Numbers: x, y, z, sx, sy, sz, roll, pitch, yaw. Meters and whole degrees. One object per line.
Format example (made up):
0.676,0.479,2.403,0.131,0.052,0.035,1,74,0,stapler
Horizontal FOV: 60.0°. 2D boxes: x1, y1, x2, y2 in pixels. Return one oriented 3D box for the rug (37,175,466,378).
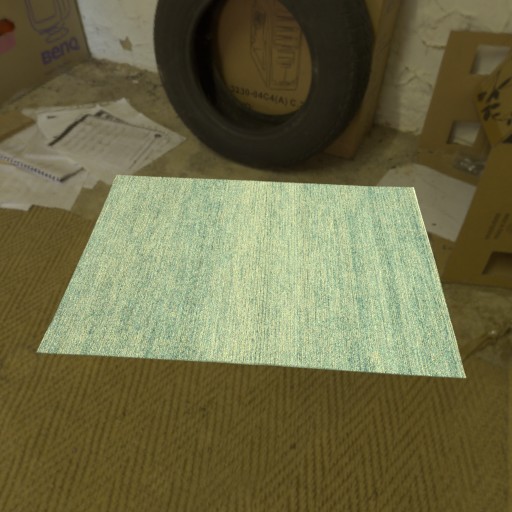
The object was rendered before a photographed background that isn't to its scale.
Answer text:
0.000,0.000,5.099,4.078,0.052,2.802,3,47,3,rug
